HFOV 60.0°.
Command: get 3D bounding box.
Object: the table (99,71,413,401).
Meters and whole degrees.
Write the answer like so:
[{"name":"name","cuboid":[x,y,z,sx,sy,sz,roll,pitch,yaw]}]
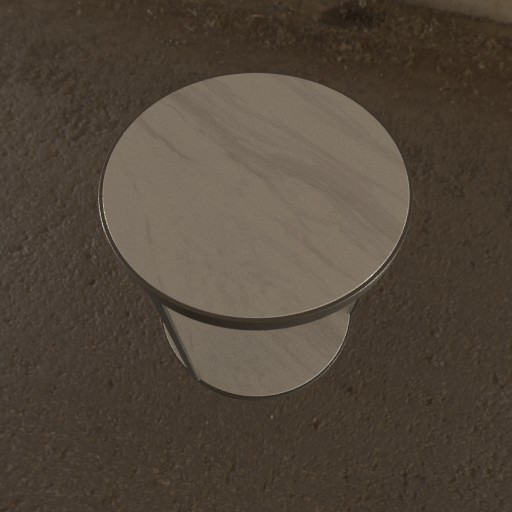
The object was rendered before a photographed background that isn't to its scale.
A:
[{"name":"table","cuboid":[0.000,0.000,0.844,0.445,0.479,0.445,0,61,0]}]
